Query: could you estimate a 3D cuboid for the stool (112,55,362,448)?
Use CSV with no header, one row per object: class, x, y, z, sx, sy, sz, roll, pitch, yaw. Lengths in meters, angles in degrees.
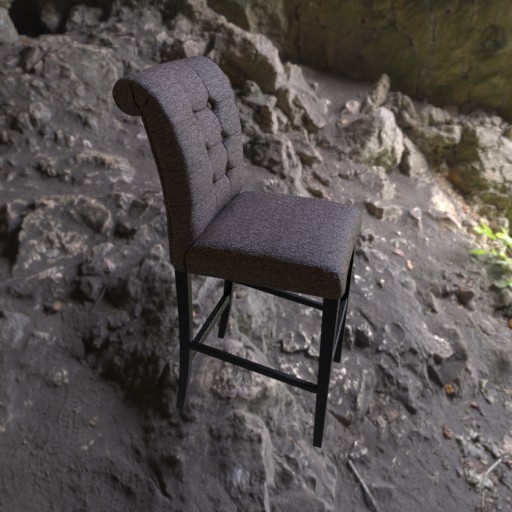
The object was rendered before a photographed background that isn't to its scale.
stool,0.000,0.000,1.428,0.613,1.131,0.452,9,32,15
